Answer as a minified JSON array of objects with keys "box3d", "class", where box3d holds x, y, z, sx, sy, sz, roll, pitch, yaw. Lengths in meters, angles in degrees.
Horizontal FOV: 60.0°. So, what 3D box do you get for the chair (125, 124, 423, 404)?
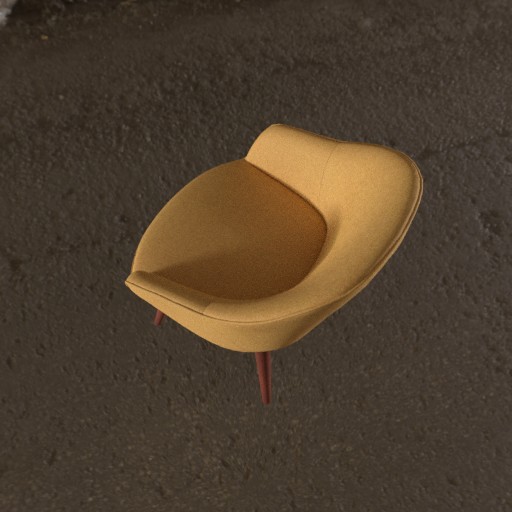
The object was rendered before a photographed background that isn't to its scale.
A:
[{"box3d":[0.000,0.000,1.223,0.635,0.823,0.596,32,66,16],"class":"chair"}]
